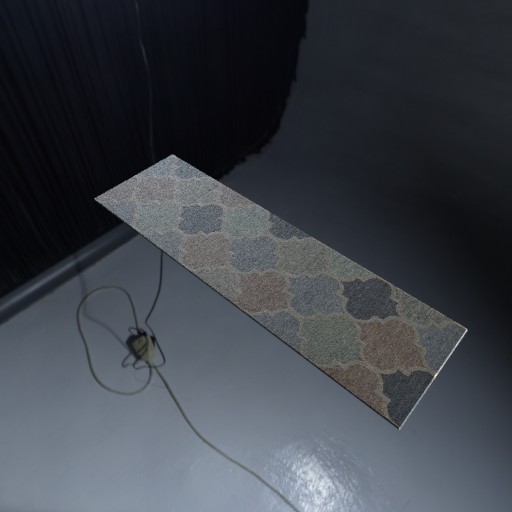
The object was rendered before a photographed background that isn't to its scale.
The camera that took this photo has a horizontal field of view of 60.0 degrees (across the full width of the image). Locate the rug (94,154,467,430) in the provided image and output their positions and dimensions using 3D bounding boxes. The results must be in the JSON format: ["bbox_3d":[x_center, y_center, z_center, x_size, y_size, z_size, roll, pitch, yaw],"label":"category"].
[{"bbox_3d":[0.000,0.000,2.605,2.287,0.011,0.687,34,56,27],"label":"rug"}]
